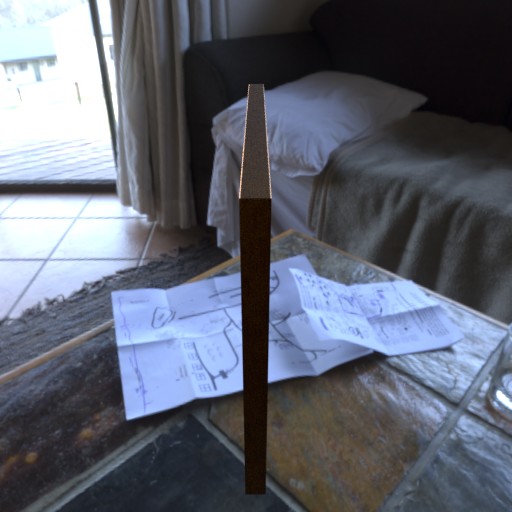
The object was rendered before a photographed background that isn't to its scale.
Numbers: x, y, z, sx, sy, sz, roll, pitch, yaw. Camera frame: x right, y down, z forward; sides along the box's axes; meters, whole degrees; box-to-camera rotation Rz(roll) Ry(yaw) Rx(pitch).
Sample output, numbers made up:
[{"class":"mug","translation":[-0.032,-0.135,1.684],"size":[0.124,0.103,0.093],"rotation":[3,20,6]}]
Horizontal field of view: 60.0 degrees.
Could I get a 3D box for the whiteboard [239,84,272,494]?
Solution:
[{"class":"whiteboard","translation":[0.000,0.000,0.755],"size":[0.029,0.457,0.561],"rotation":[0,31,0]}]
